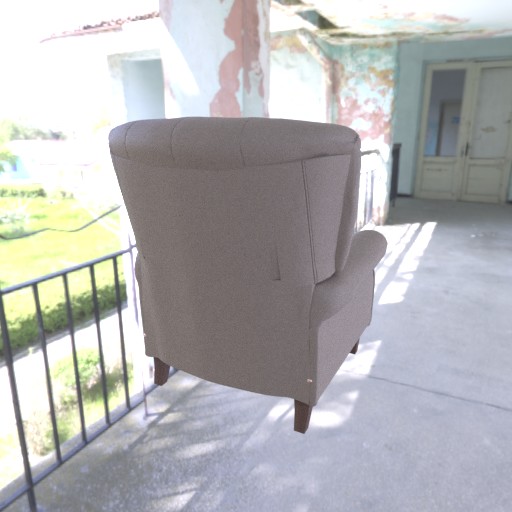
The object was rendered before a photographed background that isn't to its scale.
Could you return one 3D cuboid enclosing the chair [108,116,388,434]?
[{"bbox_3d":[0.000,0.000,1.916,0.999,1.138,1.041,9,18,27],"label":"chair"}]
